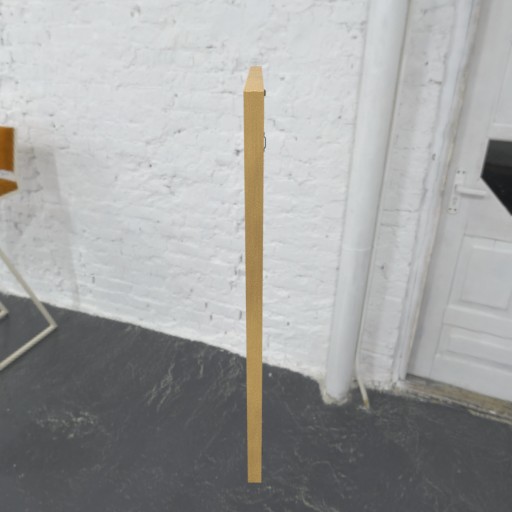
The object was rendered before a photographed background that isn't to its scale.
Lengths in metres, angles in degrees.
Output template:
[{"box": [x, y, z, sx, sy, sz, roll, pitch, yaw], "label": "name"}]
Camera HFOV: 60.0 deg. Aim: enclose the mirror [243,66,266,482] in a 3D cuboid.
[{"box": [0.000, 0.000, 1.339, 0.041, 1.016, 0.762, 0, 26, 0], "label": "mirror"}]
